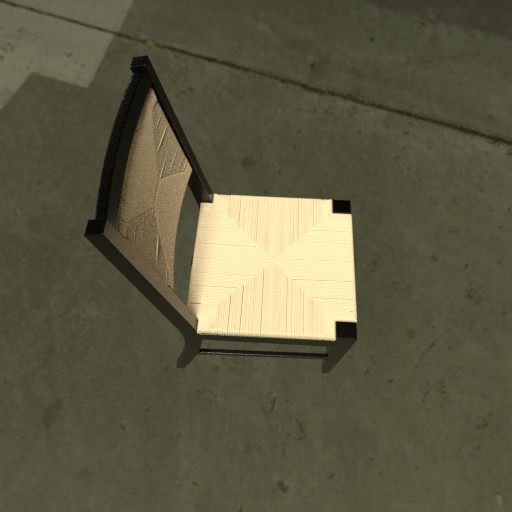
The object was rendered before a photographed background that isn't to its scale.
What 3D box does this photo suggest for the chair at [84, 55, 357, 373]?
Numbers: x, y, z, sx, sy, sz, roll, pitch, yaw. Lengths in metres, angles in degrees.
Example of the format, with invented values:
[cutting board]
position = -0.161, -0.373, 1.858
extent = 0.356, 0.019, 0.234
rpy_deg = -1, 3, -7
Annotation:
[chair]
position = 0.000, 0.000, 1.225
extent = 0.552, 0.927, 0.437
rpy_deg = 3, 63, 2
